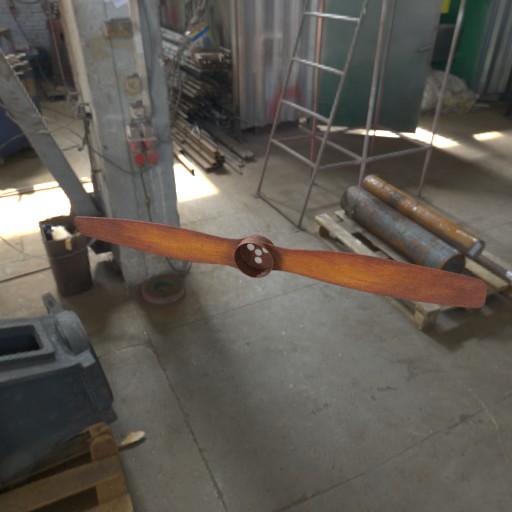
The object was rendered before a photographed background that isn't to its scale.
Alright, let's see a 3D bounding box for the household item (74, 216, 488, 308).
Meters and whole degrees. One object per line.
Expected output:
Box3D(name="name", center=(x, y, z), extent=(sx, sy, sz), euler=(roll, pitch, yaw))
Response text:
Box3D(name="household item", center=(0.000, 0.000, 1.234), extent=(1.181, 0.121, 0.051), euler=(10, 34, 15))
